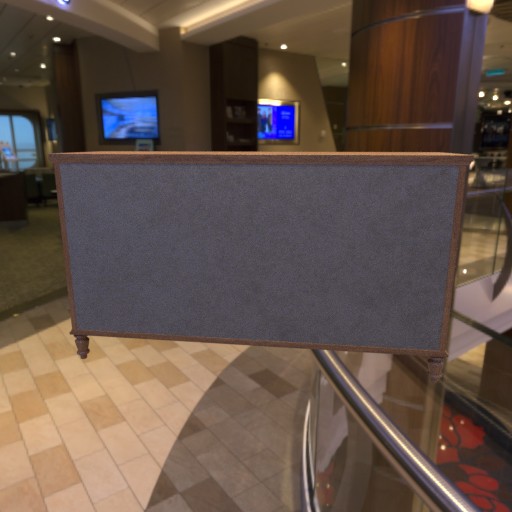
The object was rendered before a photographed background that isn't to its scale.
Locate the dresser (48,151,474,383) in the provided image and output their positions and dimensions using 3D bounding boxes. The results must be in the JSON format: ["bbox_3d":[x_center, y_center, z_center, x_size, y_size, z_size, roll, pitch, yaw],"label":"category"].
[{"bbox_3d":[0.000,0.000,1.969,1.583,0.892,0.468,2,15,8],"label":"dresser"}]
